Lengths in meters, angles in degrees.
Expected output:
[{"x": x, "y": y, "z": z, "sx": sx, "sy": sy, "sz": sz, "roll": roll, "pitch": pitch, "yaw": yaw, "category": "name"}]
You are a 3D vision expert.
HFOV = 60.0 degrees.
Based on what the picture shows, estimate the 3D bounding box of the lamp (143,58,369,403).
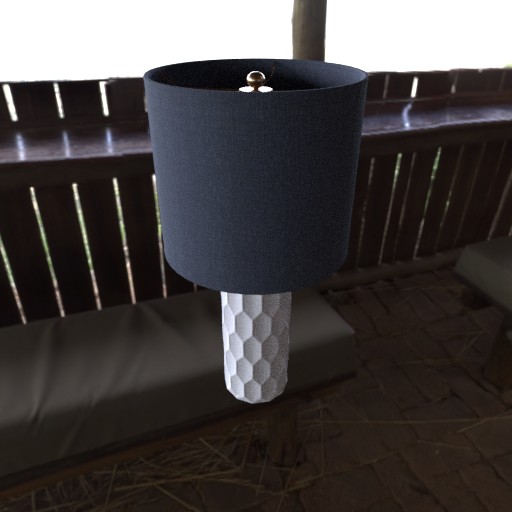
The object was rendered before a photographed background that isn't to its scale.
[{"x": 0.000, "y": 0.000, "z": 0.692, "sx": 0.277, "sy": 0.537, "sz": 0.277, "roll": -23, "pitch": 37, "yaw": -33, "category": "lamp"}]
